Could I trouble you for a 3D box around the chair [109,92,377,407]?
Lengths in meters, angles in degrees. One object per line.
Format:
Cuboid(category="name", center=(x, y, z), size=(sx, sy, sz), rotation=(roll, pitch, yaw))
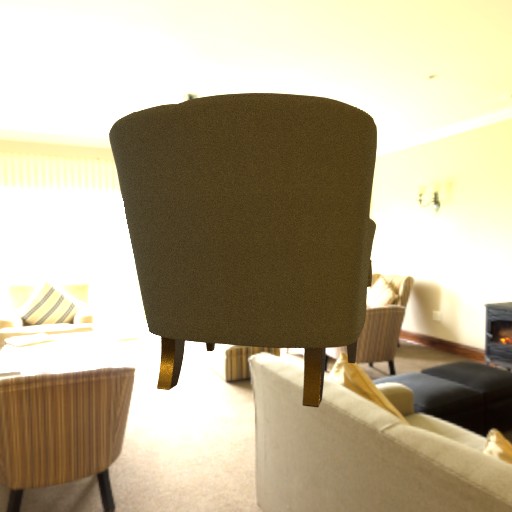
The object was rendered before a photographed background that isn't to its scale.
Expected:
Cuboid(category="chair", center=(0.000, 0.000, 1.583), size=(0.848, 0.868, 0.906), rotation=(1, 2, 18))
